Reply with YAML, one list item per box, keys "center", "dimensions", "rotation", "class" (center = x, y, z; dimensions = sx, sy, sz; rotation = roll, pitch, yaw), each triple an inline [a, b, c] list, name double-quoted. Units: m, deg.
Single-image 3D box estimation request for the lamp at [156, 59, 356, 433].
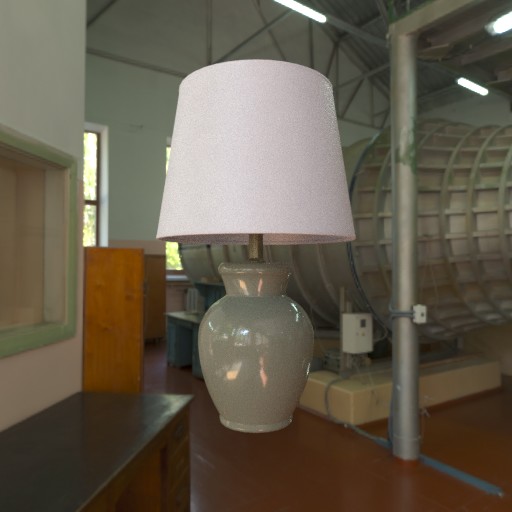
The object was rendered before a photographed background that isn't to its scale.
- center: [0.000, 0.000, 0.544]
  dimensions: [0.239, 0.399, 0.239]
  rotation: [0, -1, 0]
  class: "lamp"
